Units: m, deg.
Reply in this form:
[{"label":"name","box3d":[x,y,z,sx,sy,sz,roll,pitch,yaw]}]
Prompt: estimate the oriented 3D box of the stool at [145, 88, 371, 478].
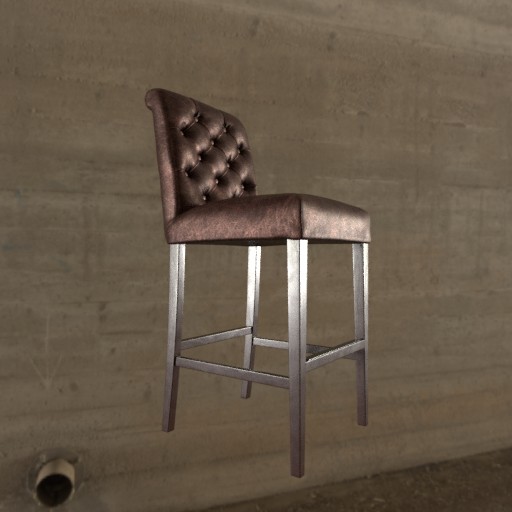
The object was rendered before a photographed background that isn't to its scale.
[{"label":"stool","box3d":[0.000,0.000,1.534,0.659,1.168,0.483,0,0,36]}]
